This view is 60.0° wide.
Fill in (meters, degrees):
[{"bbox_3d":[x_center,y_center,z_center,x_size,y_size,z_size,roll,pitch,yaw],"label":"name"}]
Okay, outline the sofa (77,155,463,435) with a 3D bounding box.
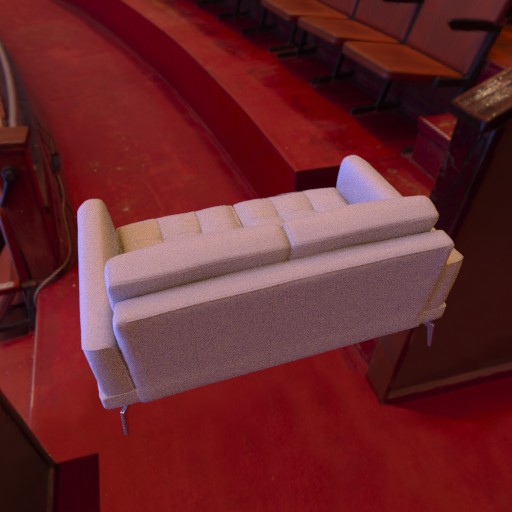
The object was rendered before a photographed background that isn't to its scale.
[{"bbox_3d":[0.000,0.000,2.403,1.819,0.930,1.121,-12,43,-13],"label":"sofa"}]
